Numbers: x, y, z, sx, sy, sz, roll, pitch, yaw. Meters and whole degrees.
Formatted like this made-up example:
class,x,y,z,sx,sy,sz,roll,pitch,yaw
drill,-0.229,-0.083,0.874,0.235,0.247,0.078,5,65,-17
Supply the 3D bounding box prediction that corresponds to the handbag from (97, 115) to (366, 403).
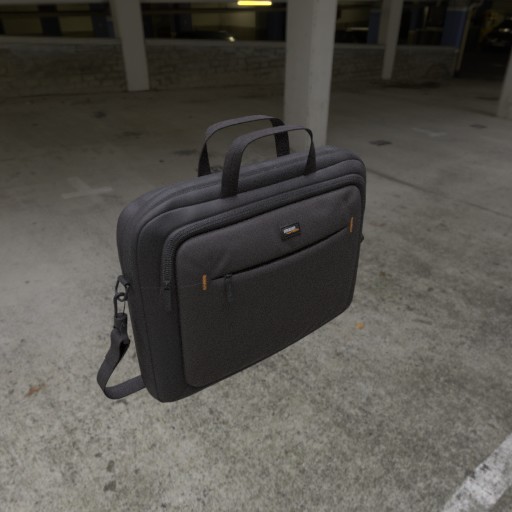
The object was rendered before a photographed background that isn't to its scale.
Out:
class,x,y,z,sx,sy,sz,roll,pitch,yaw
handbag,0.000,0.000,0.425,0.320,0.244,0.089,-21,37,-31
